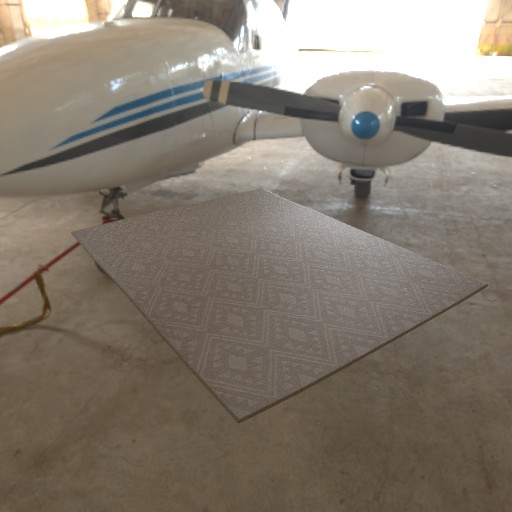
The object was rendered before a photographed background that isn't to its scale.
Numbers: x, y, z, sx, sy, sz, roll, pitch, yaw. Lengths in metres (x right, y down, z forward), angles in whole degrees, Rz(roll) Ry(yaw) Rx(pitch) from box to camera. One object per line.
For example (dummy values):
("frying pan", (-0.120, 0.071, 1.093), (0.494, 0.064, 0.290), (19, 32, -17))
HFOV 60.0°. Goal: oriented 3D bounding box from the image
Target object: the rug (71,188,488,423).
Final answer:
("rug", (0.000, 0.000, 3.974), (2.399, 0.054, 3.011), (-18, 32, -32))
